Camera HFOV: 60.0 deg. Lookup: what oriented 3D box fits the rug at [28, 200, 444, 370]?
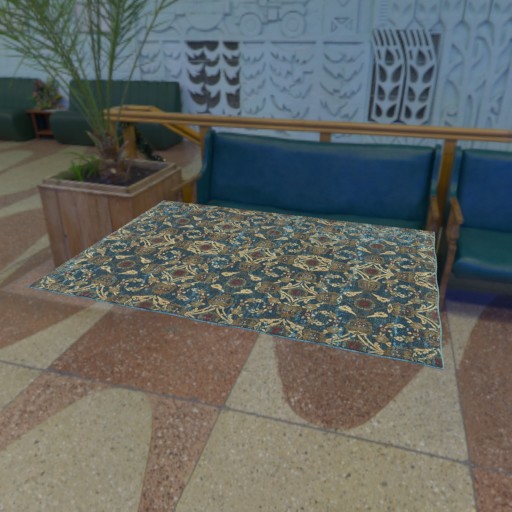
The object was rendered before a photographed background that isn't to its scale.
[{"bbox_3d":[0.000,0.000,2.861,2.207,0.014,1.567,8,27,16],"label":"rug"}]
